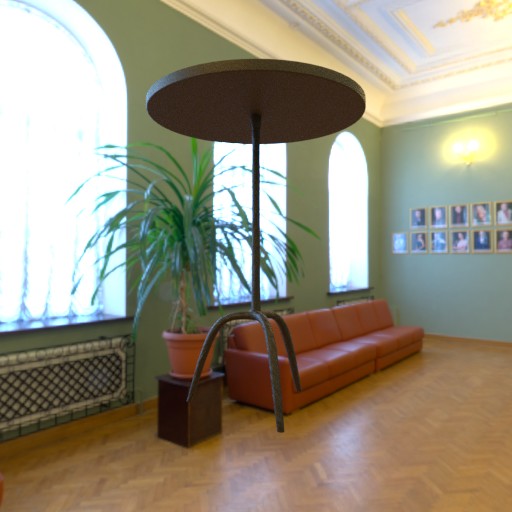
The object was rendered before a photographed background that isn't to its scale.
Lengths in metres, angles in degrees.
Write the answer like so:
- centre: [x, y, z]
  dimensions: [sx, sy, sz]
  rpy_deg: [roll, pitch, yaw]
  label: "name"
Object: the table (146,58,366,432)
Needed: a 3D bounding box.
- centre: [0.000, 0.000, 1.039]
  dimensions: [0.502, 0.700, 0.502]
  rpy_deg: [-1, -1, 37]
  label: "table"
